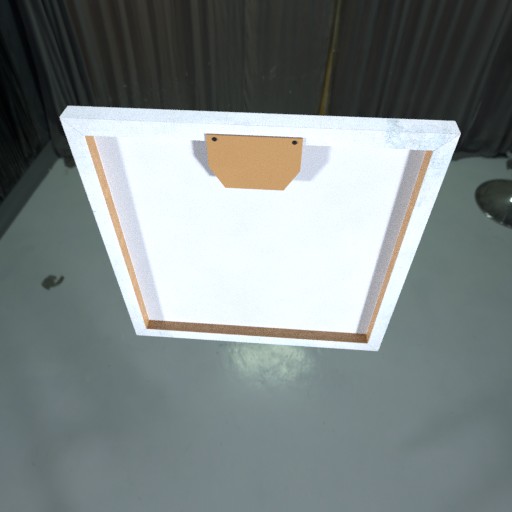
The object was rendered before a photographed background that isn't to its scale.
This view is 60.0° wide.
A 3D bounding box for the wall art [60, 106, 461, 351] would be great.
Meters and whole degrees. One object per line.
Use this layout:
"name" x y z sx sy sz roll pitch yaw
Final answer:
"wall art" 0.000 0.000 0.896 0.605 0.605 0.044 3 47 3
